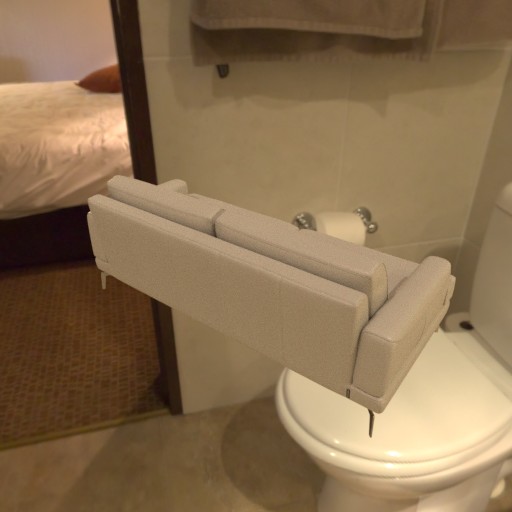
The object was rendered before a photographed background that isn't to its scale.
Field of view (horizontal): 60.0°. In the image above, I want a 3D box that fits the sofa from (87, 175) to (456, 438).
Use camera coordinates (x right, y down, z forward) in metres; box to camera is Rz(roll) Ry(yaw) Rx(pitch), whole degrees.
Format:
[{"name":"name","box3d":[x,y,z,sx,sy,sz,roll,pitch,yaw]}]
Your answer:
[{"name":"sofa","box3d":[0.000,0.000,2.490,1.940,0.765,0.974,21,36,32]}]
